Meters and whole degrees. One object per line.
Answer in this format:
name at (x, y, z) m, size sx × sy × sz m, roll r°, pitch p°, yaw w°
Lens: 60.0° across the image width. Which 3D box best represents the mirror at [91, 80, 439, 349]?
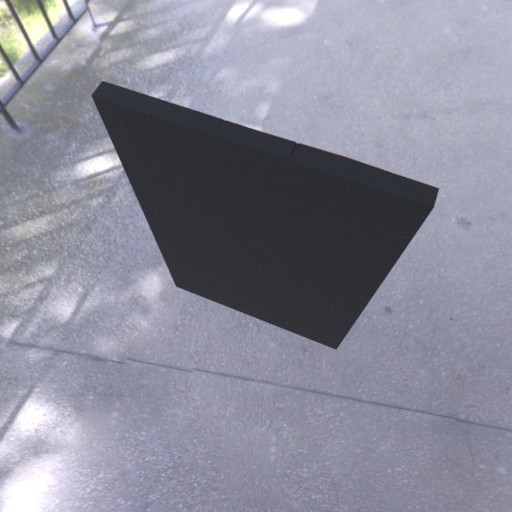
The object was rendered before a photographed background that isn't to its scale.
mirror at (0.000, 0.000, 1.147) m, size 0.606 × 0.912 × 0.044 m, roll 20°, pitch 66°, yaw 9°
